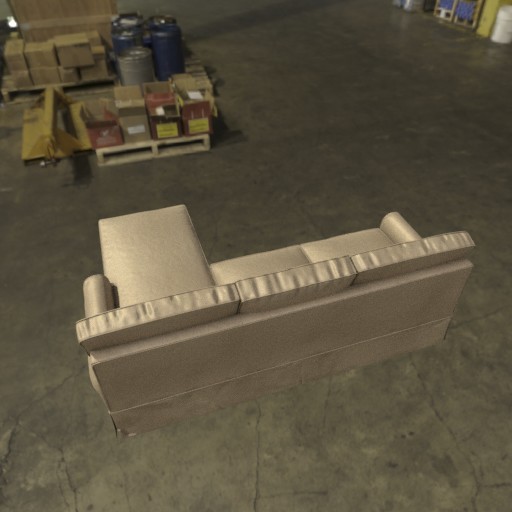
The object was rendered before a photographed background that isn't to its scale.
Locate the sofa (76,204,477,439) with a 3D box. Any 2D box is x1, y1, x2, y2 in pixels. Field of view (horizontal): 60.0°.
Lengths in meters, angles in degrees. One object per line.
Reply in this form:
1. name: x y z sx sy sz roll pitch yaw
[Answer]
1. sofa: 0.000 0.000 3.341 2.475 0.978 1.733 -12 42 -14
